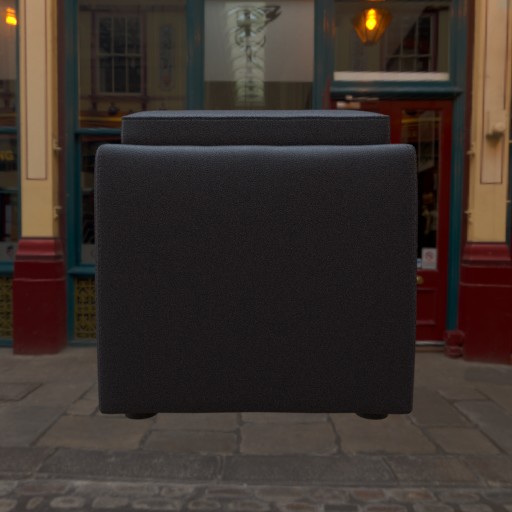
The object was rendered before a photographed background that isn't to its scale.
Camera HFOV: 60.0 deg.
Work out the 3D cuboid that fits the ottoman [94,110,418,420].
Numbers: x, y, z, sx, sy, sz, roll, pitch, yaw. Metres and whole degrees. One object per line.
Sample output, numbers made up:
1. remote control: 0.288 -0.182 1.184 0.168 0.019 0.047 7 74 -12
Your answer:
1. ottoman: 0.000 0.000 0.818 0.451 0.460 0.450 0 1 0
